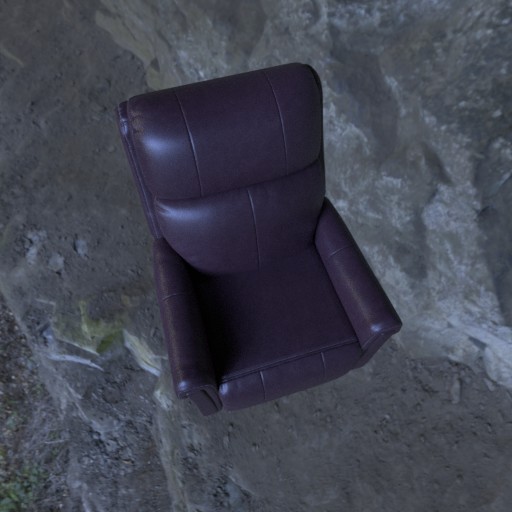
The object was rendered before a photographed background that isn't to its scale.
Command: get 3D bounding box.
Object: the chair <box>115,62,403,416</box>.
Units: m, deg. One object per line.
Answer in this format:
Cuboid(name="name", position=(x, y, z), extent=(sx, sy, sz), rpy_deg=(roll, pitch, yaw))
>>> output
Cuboid(name="chair", position=(0.000, 0.000, 1.776), extent=(0.838, 1.054, 1.014), rpy_deg=(-15, 63, -8))
